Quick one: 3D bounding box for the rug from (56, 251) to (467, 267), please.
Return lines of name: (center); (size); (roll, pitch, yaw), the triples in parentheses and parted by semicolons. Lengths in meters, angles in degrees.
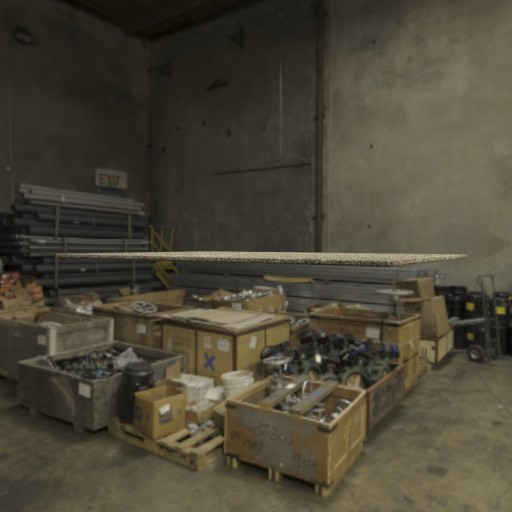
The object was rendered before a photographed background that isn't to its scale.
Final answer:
rug: (0.000, 0.000, 2.984); (2.350, 0.025, 1.502); (1, 2, 36)
